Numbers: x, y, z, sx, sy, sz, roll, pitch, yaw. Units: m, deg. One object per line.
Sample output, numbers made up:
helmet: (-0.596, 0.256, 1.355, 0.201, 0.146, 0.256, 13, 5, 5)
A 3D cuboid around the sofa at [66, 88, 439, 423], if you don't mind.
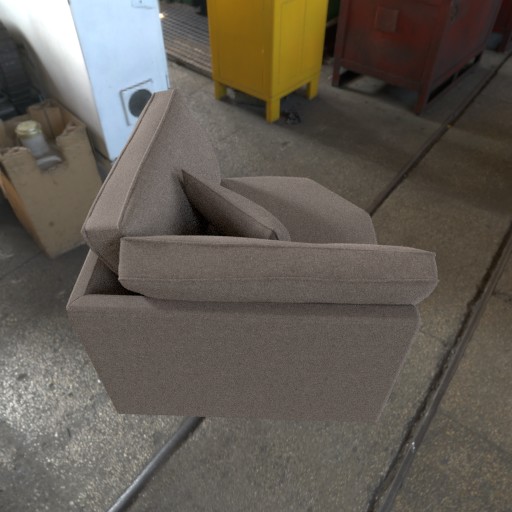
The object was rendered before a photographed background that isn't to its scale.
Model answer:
sofa: (0.000, 0.000, 1.811, 1.050, 0.951, 1.042, 2, 46, 2)
